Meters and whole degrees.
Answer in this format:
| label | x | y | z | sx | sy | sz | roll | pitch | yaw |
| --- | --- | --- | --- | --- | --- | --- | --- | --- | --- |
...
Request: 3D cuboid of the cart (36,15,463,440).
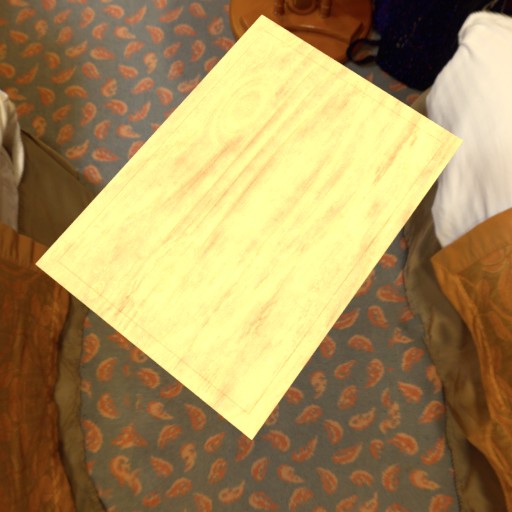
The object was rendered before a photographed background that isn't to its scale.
| label | x | y | z | sx | sy | sz | roll | pitch | yaw |
| --- | --- | --- | --- | --- | --- | --- | --- | --- | --- |
| cart | 0.000 | 0.000 | 1.403 | 0.567 | 0.920 | 0.797 | 36 | 78 | 9 |
